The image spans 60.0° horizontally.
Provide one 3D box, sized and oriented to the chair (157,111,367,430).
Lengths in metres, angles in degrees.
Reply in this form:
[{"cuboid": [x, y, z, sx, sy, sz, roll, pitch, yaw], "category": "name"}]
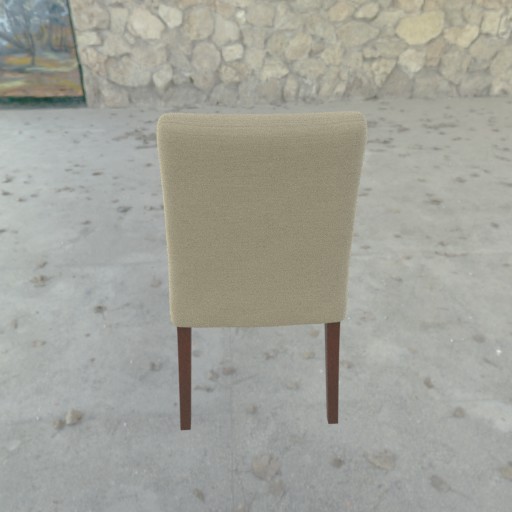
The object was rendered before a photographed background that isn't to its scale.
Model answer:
[{"cuboid": [0.000, 0.000, 1.325, 0.515, 0.940, 0.638, -1, 29, -3], "category": "chair"}]
